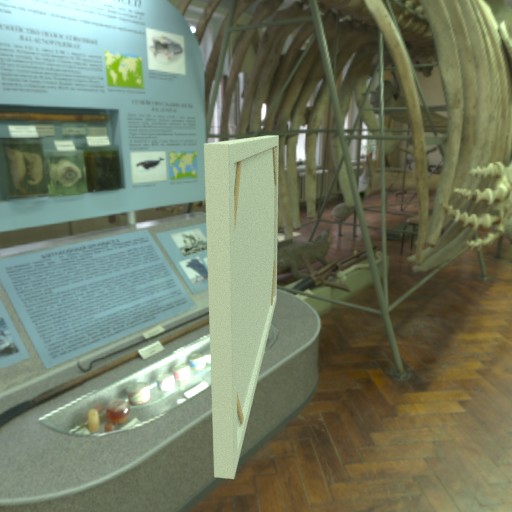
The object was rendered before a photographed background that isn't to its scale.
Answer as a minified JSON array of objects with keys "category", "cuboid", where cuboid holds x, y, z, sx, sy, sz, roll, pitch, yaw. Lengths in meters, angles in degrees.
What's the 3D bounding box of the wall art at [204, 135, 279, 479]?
[{"category":"wall art","cuboid":[0.000,0.000,1.185,0.038,0.609,0.914,2,16,7]}]
